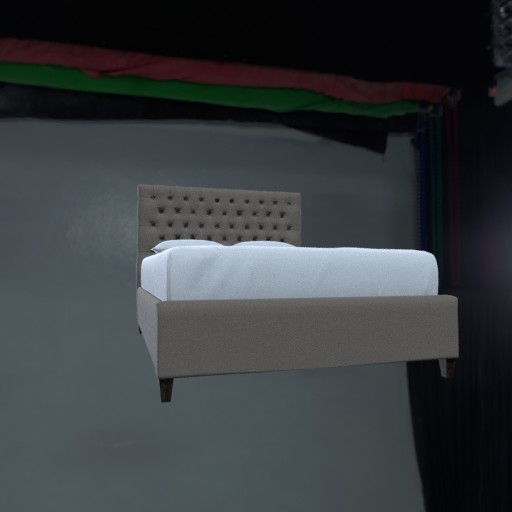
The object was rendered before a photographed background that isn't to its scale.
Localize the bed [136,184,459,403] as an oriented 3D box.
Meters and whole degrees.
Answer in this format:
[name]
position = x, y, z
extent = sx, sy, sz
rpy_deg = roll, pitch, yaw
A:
[bed]
position = 0.000, 0.000, 3.400
extent = 1.698, 1.427, 2.387
rpy_deg = 1, -2, -17
